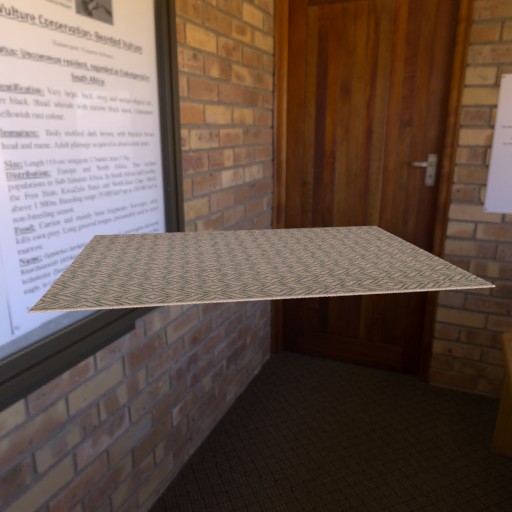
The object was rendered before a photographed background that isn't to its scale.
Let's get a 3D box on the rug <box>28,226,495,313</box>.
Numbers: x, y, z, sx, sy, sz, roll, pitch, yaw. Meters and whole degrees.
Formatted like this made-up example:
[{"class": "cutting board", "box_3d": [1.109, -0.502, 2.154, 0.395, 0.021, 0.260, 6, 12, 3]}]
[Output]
[{"class": "rug", "box_3d": [0.000, 0.000, 2.289, 1.828, 0.007, 1.220, -2, 16, -8]}]
